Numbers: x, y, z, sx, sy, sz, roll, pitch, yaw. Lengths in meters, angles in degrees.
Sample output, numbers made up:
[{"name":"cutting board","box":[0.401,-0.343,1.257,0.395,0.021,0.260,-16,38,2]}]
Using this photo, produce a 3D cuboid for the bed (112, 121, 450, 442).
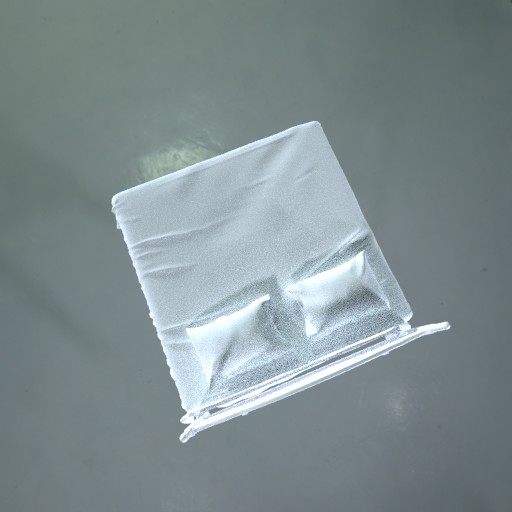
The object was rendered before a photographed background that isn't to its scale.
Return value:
[{"name":"bed","box":[0.000,0.000,3.739,2.322,1.355,2.219,-22,77,-5]}]
